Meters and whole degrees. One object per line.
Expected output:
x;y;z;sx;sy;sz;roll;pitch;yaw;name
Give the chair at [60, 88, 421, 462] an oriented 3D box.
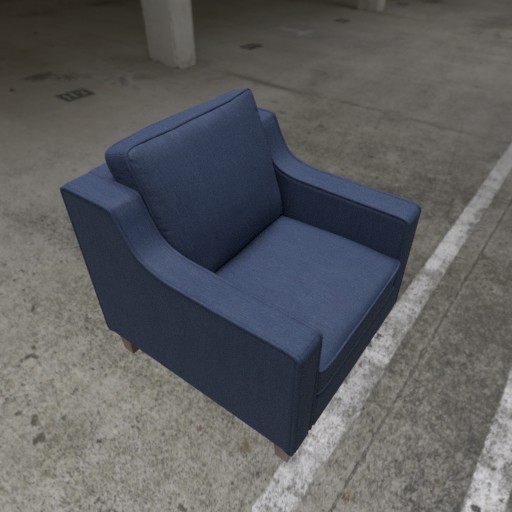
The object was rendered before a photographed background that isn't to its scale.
0.000;0.000;1.633;0.909;0.960;0.831;26;47;26;chair
